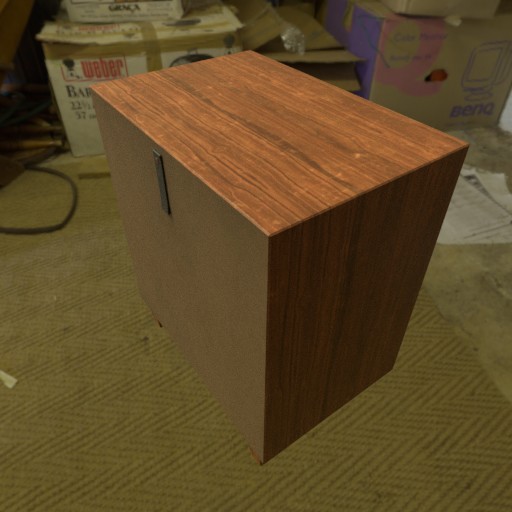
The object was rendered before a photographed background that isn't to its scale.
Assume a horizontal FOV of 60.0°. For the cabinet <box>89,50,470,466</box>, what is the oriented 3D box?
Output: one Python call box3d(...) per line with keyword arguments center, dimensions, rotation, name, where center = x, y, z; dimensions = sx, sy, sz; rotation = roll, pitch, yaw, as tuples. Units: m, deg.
box3d(center=(0.000, 0.000, 1.030), dimensions=(0.410, 0.695, 0.607), rotation=(-25, 47, -26), name="cabinet")
